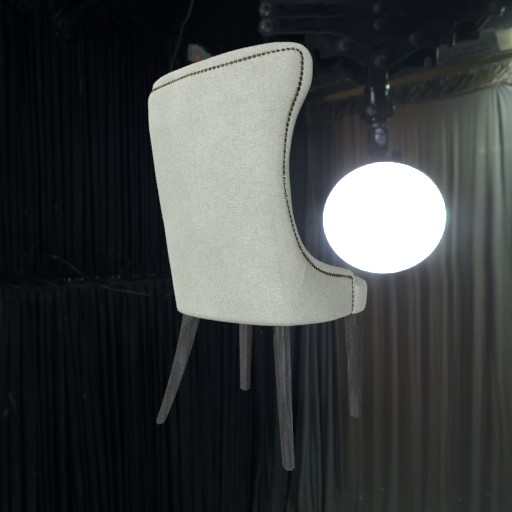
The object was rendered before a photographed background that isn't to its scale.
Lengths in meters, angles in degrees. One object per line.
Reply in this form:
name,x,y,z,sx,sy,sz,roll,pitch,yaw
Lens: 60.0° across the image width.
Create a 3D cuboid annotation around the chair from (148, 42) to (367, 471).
chair,0.000,0.000,1.404,0.584,1.065,0.590,1,1,38
